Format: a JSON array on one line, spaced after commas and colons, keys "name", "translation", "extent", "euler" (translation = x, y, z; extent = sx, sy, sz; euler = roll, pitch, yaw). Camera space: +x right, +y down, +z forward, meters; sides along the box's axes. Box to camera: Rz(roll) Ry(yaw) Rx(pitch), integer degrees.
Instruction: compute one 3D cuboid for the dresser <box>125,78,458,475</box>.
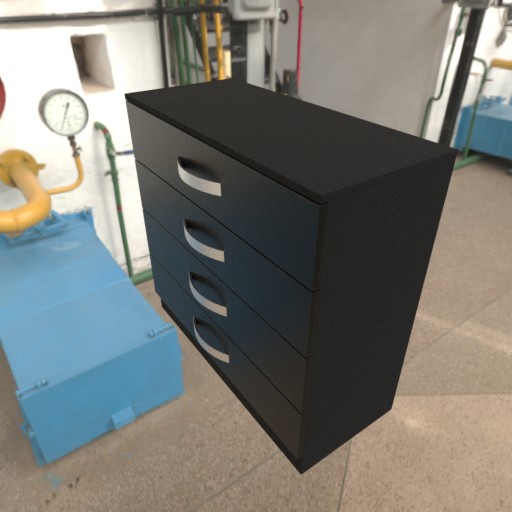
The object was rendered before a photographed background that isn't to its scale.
[{"name": "dresser", "translation": [0.000, 0.000, 1.161], "extent": [0.360, 0.720, 0.750], "euler": [-21, 39, -29]}]
